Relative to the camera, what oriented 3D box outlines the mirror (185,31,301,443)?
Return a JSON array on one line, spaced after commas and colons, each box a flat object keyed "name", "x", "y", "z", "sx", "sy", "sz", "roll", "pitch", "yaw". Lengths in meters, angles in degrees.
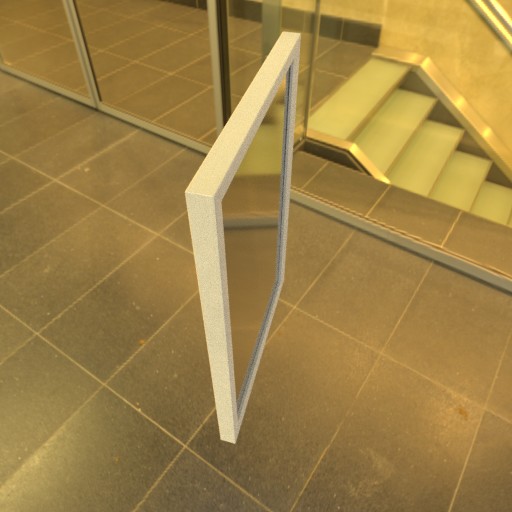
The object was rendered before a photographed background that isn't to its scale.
[{"name": "mirror", "x": 0.000, "y": 0.000, "z": 0.923, "sx": 0.040, "sy": 0.710, "sz": 0.507, "roll": 11, "pitch": 47, "yaw": 10}]
